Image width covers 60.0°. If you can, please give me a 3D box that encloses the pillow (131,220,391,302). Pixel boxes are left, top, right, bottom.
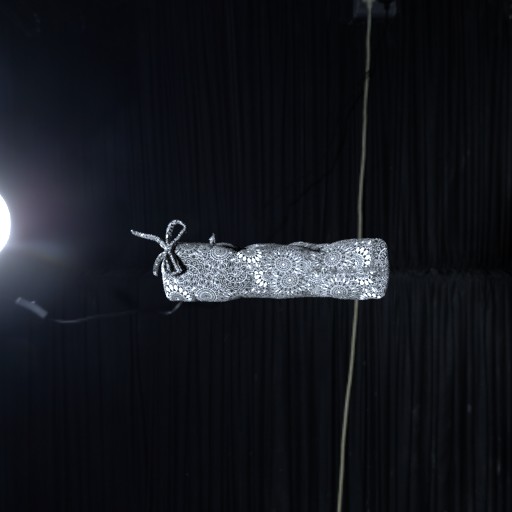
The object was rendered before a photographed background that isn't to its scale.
[{"bbox_3d":[0.000,0.000,1.404,0.511,0.174,1.194,0,1,-1],"label":"pillow"}]
